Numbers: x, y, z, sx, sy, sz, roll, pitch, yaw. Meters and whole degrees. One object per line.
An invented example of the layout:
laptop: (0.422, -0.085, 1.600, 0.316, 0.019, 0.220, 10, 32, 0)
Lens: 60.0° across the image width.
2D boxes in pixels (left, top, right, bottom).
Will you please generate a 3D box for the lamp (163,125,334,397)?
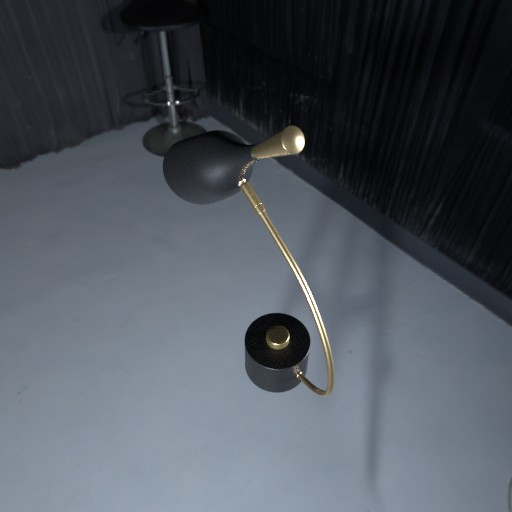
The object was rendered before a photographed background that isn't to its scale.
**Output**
lamp: (0.000, 0.000, 0.640, 0.110, 0.464, 0.352, -31, 54, -26)
